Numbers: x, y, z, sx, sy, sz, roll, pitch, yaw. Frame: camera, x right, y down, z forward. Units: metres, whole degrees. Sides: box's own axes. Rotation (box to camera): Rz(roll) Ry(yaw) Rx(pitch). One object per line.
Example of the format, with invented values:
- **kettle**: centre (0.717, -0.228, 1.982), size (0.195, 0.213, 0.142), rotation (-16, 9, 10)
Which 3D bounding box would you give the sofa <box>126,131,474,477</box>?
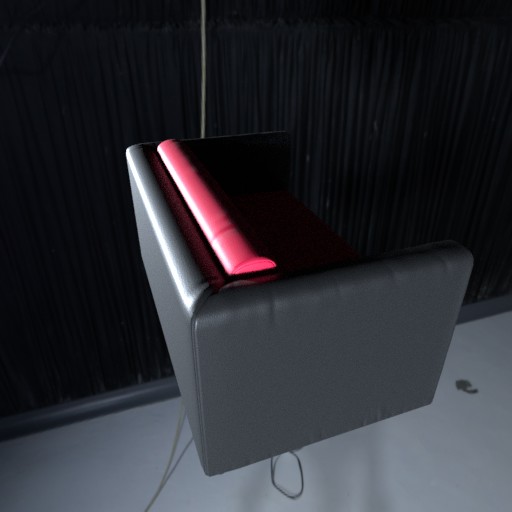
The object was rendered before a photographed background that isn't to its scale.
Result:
- **sofa**: centre (0.000, 0.000, 1.865), size (0.845, 0.735, 1.410), rotation (-11, 33, -17)
